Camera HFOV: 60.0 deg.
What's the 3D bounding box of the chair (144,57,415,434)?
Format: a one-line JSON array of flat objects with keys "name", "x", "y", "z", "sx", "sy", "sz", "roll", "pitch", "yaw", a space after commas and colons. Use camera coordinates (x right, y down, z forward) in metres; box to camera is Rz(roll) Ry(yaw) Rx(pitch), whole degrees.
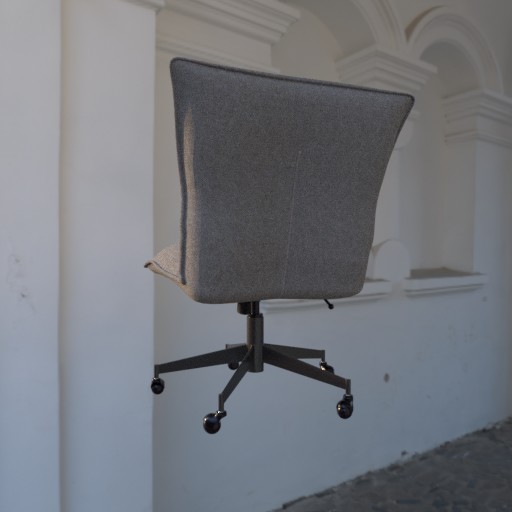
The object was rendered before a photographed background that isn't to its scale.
[{"name": "chair", "x": 0.000, "y": 0.000, "z": 1.300, "sx": 0.597, "sy": 0.811, "sz": 0.696, "roll": 0, "pitch": 1, "yaw": -19}]
